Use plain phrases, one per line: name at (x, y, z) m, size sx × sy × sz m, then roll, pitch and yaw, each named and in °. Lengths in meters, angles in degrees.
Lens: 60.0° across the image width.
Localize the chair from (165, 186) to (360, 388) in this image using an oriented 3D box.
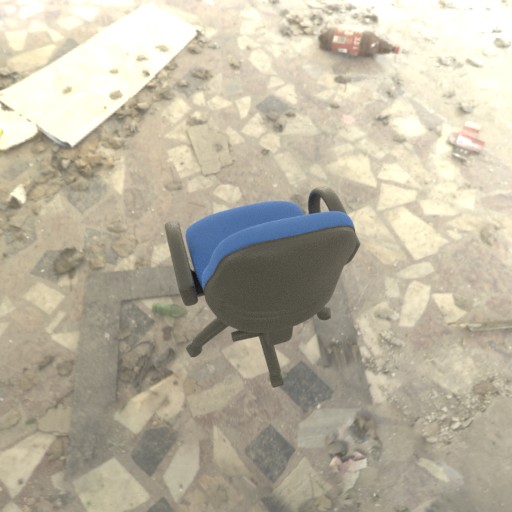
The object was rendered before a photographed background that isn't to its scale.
chair at (0.000, 0.000, 1.287) m, size 0.552 × 0.905 × 0.549 m, roll -14°, pitch 60°, yaw -8°
